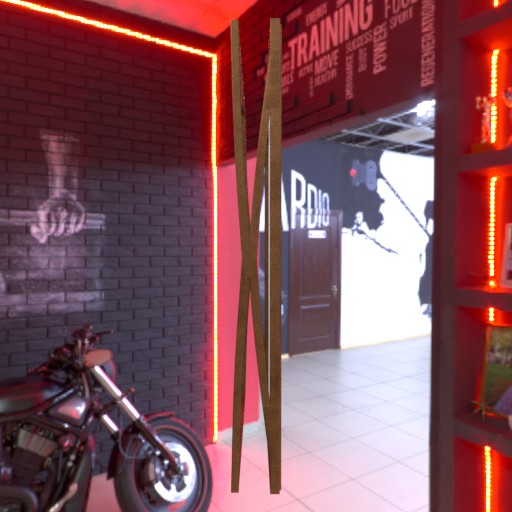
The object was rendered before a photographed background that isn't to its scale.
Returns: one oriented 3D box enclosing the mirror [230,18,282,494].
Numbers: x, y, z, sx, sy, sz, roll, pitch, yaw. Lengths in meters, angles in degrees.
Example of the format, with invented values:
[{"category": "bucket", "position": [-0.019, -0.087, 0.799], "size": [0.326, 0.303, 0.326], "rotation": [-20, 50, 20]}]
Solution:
[{"category": "mirror", "position": [0.000, 0.000, 0.948], "size": [0.082, 0.768, 0.468], "rotation": [0, 1, 0]}]
